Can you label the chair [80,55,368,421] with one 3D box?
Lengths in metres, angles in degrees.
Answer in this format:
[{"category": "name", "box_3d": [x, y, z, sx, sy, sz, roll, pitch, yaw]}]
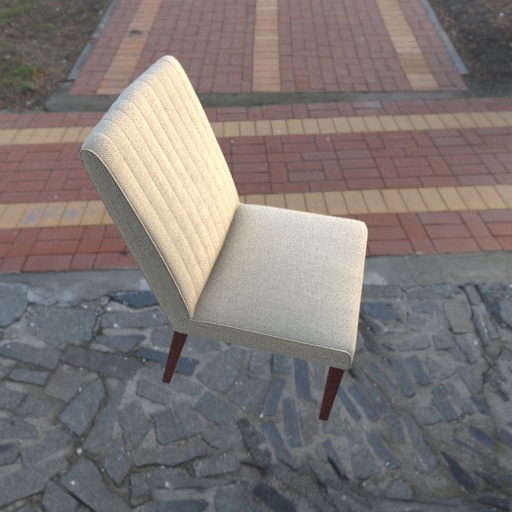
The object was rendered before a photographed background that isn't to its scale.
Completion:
[{"category": "chair", "box_3d": [0.000, 0.000, 1.222, 0.594, 0.900, 0.480, 10, 48, 9]}]
